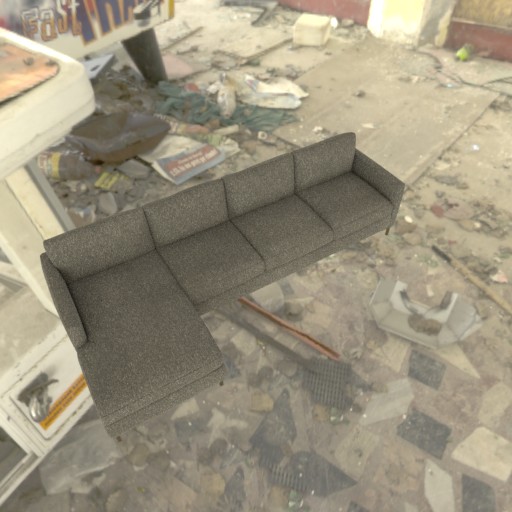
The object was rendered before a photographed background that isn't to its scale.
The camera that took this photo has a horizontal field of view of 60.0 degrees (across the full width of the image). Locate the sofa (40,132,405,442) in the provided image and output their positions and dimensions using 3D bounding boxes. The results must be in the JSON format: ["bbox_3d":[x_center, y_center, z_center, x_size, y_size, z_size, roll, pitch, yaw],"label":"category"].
[{"bbox_3d":[0.000,0.000,3.469,2.932,0.810,1.350,-24,51,-21],"label":"sofa"}]
